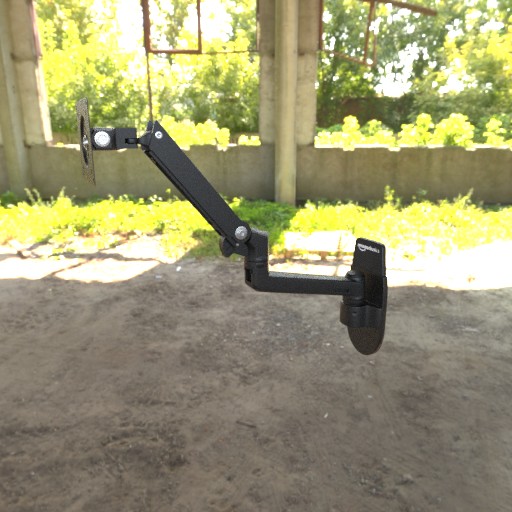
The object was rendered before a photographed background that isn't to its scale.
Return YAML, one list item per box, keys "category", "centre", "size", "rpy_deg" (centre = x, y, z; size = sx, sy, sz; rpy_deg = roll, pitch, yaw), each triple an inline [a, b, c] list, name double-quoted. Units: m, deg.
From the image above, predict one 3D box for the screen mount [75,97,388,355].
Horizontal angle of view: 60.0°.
- category: "screen mount"
  centre: [0.000, 0.000, 0.725]
  size: [0.495, 0.466, 0.115]
  rpy_deg: [-8, 17, -26]
